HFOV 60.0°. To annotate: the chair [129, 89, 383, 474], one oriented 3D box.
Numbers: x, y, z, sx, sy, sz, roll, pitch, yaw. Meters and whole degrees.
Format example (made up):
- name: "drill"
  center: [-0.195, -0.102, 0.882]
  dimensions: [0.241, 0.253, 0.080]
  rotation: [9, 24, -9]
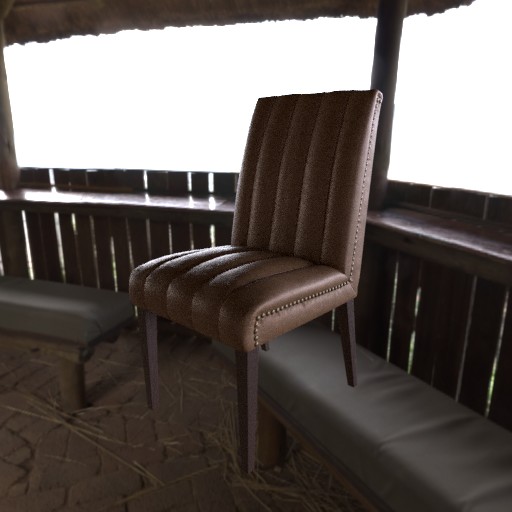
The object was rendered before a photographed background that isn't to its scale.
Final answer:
- name: "chair"
  center: [0.000, 0.000, 1.401]
  dimensions: [0.511, 1.016, 0.647]
  rotation: [13, 20, 40]
